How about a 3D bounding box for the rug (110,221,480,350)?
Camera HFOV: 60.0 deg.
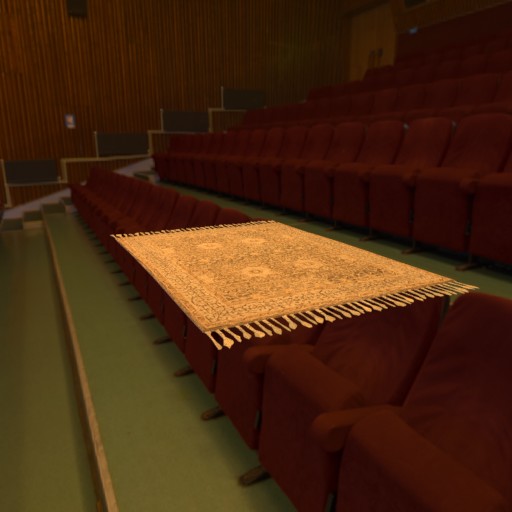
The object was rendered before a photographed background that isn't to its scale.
[{"bbox_3d":[0.000,0.000,3.187,1.619,0.023,2.465,-8,17,-26],"label":"rug"}]
